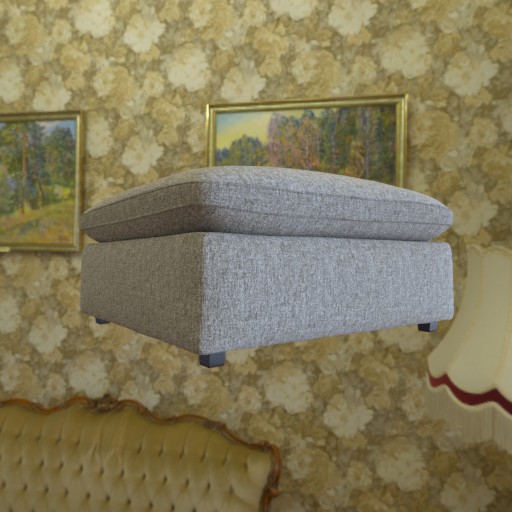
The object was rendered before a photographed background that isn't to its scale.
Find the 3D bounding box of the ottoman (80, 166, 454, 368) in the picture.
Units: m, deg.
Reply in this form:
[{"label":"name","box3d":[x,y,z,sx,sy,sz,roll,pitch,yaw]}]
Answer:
[{"label":"ottoman","box3d":[0.000,0.000,1.644,1.039,0.526,1.035,0,-1,-36]}]
